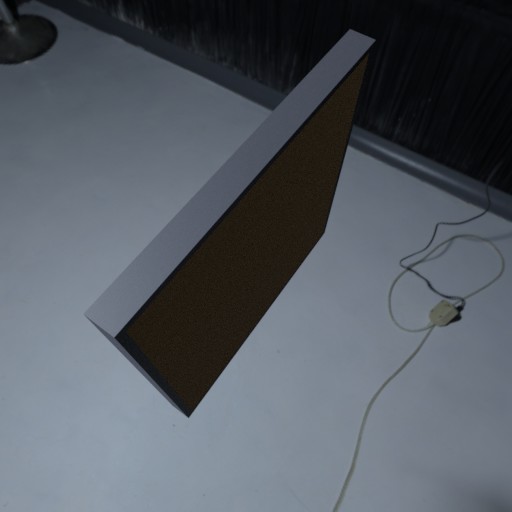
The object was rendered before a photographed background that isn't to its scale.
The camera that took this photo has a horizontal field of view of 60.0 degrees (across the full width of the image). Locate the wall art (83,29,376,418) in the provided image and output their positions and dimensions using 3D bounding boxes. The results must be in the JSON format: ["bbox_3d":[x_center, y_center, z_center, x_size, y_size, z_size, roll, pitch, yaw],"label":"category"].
[{"bbox_3d":[0.000,0.000,0.734,0.040,0.509,0.509,32,67,16],"label":"wall art"}]
